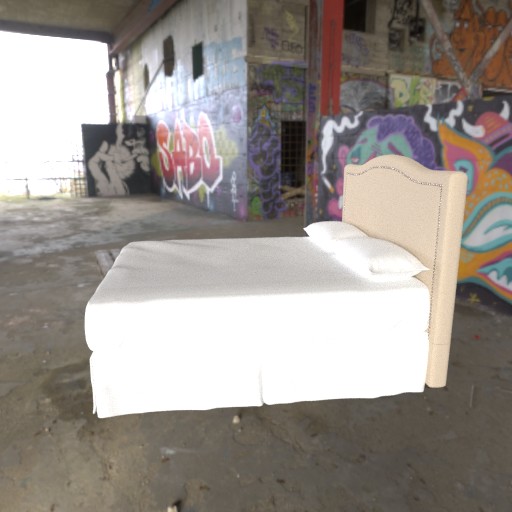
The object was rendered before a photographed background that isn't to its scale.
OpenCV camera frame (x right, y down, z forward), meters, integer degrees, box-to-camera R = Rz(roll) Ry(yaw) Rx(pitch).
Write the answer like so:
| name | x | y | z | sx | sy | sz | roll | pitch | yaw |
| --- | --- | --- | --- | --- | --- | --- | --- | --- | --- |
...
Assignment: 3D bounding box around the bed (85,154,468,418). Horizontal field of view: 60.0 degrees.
| name | x | y | z | sx | sy | sz | roll | pitch | yaw |
| --- | --- | --- | --- | --- | --- | --- | --- | --- | --- |
| bed | 0.000 | 0.000 | 3.273 | 2.143 | 1.460 | 1.753 | -2 | 13 | -8 |
